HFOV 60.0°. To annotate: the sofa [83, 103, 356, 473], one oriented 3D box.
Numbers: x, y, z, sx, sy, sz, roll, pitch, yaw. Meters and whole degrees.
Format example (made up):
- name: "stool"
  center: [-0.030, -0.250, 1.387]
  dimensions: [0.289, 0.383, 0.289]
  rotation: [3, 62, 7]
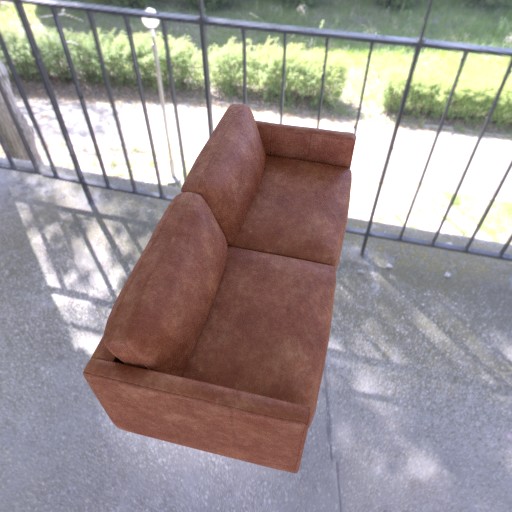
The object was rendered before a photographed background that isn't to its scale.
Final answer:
- name: "sofa"
  center: [0.000, 0.000, 2.450]
  dimensions: [0.923, 0.863, 1.971]
  rotation: [10, 48, 9]
